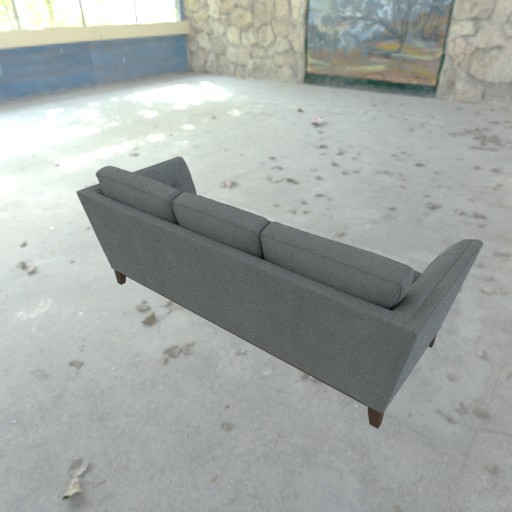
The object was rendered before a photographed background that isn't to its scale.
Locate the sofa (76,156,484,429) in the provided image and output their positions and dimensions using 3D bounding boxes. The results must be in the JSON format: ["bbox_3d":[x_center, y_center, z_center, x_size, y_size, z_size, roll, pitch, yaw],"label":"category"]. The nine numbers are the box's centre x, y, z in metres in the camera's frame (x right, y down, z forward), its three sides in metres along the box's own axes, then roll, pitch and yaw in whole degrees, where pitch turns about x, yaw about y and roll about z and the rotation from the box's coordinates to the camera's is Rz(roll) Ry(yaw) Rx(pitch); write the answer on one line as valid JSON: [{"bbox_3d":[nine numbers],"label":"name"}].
[{"bbox_3d":[0.000,0.000,2.861,2.387,0.940,0.965,22,37,32],"label":"sofa"}]
